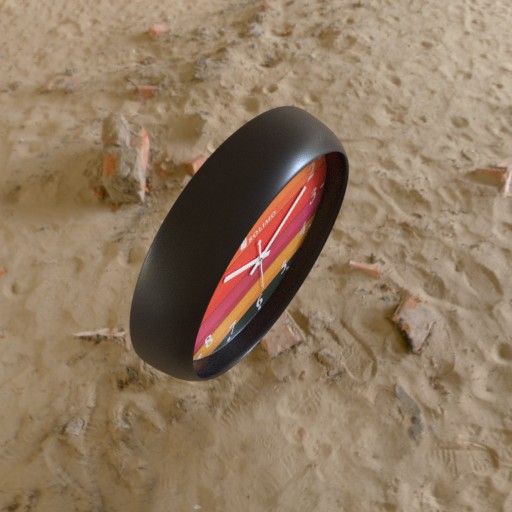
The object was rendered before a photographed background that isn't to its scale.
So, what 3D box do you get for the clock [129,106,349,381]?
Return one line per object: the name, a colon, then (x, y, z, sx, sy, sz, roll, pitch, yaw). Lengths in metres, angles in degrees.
clock: (0.000, 0.000, 0.461, 0.060, 0.300, 0.300, 32, 63, 19)
